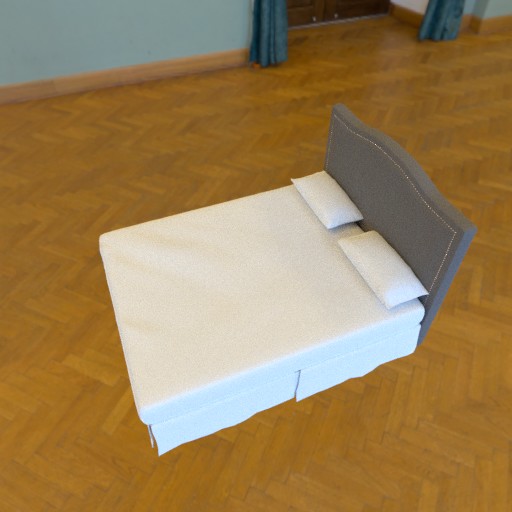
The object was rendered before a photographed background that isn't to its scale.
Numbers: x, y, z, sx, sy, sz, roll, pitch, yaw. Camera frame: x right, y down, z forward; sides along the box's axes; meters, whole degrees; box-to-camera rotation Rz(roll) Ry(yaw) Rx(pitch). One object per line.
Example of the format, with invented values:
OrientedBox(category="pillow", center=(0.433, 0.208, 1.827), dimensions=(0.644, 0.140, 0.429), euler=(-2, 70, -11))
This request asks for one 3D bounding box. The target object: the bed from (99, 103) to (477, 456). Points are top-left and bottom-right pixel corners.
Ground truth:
OrientedBox(category="bed", center=(0.000, 0.000, 3.431), dimensions=(2.282, 1.436, 1.821), euler=(-16, 49, -15))
